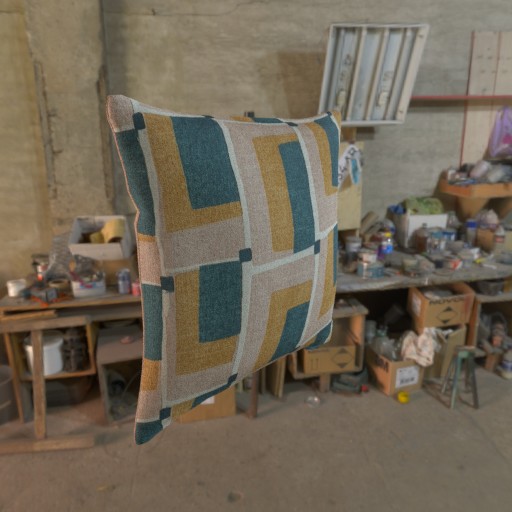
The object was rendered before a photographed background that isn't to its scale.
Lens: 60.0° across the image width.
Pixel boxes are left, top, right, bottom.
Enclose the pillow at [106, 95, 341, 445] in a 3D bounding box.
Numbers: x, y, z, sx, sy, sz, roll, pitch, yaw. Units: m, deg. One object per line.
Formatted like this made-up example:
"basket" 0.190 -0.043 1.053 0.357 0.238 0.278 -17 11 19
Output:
"pillow" 0.000 0.000 0.735 0.158 0.479 0.478 14 21 43
